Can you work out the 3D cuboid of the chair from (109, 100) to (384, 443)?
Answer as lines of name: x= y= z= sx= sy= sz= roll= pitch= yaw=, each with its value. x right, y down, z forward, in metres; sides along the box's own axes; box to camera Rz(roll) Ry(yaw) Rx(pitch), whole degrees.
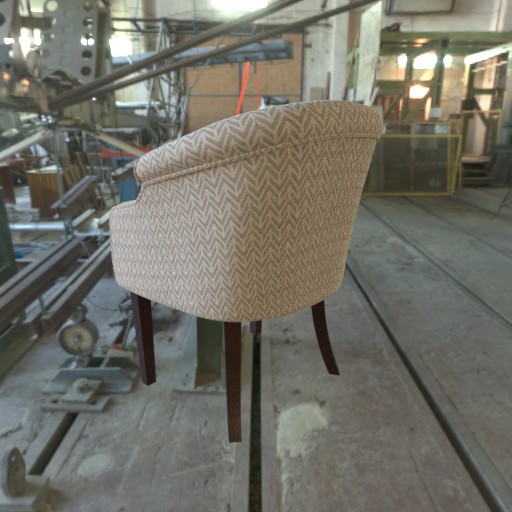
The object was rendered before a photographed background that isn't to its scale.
chair: x=0.000 y=0.000 z=1.313 sx=0.613 sy=0.858 sz=0.686 roll=16 pitch=24 yaw=42
